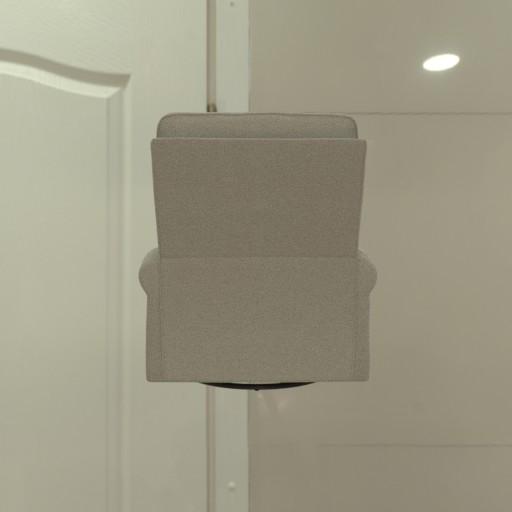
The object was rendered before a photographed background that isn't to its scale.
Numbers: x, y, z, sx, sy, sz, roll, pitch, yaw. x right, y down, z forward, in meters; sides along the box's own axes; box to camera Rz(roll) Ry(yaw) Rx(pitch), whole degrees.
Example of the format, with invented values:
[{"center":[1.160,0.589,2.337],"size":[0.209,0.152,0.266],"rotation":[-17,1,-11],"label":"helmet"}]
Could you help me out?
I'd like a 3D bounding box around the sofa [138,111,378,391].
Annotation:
[{"center":[0.000,0.000,2.100],"size":[0.880,0.959,1.478],"rotation":[0,-1,-1],"label":"sofa"}]
